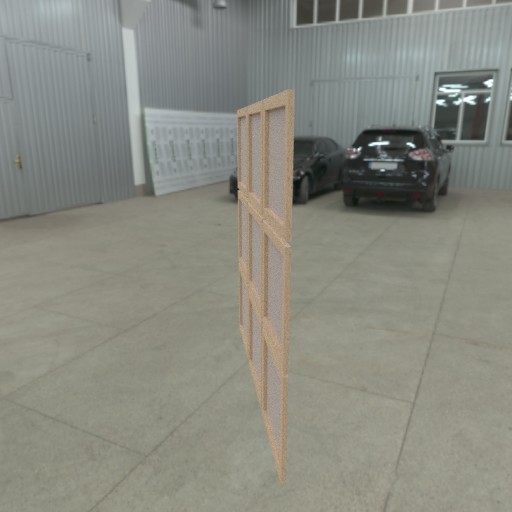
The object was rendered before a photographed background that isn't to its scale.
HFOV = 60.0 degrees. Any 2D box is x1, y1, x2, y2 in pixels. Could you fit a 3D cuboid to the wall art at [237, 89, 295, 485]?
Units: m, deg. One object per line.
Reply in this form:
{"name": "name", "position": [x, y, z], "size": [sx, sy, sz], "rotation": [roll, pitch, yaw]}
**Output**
{"name": "wall art", "position": [0.000, 0.000, 1.397], "size": [0.012, 0.910, 0.917], "rotation": [-2, 16, -8]}
